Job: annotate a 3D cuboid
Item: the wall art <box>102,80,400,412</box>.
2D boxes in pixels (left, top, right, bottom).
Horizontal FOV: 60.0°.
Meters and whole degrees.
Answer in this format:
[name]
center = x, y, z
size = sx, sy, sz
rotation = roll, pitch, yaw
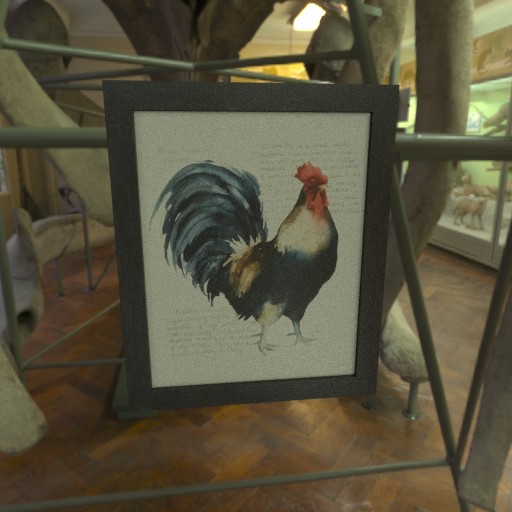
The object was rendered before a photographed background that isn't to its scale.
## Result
[wall art]
center = 0.000, 0.000, 0.794
size = 0.479, 0.580, 0.027
rotation = -2, 15, -7
